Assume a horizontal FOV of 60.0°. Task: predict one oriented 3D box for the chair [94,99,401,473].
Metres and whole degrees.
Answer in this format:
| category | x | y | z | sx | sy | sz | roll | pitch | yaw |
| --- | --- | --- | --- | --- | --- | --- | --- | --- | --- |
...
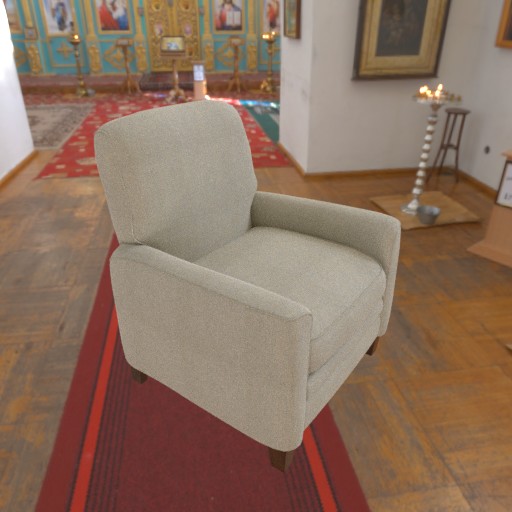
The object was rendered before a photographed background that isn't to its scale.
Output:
| category | x | y | z | sx | sy | sz | roll | pitch | yaw |
| --- | --- | --- | --- | --- | --- | --- | --- | --- | --- |
| chair | 0.000 | 0.000 | 1.634 | 0.853 | 1.006 | 0.850 | 18 | 32 | 31 |
